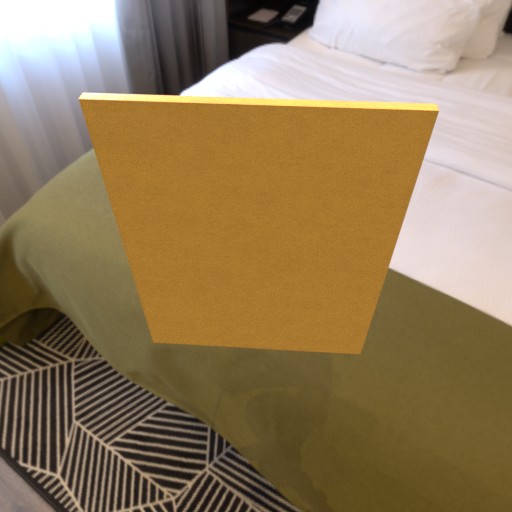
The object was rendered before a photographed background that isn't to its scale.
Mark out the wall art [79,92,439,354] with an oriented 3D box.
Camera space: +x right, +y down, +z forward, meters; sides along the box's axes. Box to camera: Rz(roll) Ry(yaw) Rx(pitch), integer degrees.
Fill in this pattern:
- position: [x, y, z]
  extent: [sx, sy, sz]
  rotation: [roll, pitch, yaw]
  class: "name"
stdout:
- position: [0.000, 0.000, 1.352]
  extent: [0.798, 1.002, 0.030]
  rotation: [3, 46, 3]
  class: "wall art"
